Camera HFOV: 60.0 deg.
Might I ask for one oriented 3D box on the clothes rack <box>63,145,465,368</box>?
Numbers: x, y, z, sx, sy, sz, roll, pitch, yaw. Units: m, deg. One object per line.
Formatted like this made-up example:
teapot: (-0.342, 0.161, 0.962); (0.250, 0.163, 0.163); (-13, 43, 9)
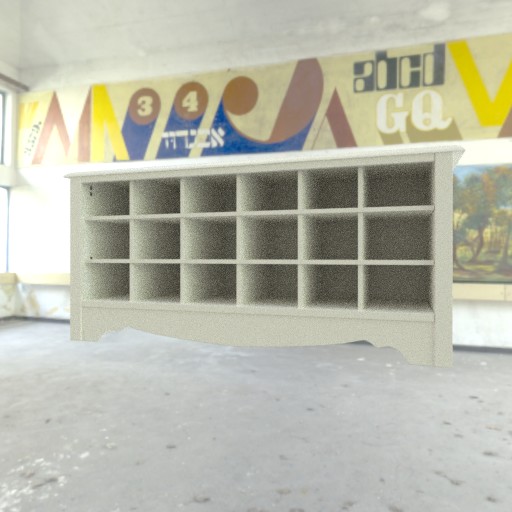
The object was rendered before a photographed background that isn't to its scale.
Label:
clothes rack: (0.000, 0.000, 1.474); (1.218, 0.558, 0.405); (0, 0, 18)
